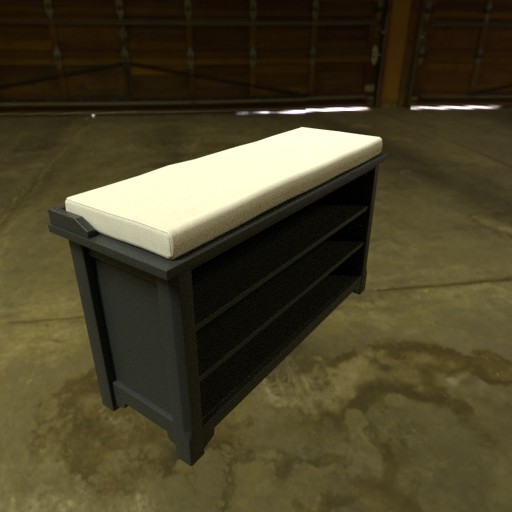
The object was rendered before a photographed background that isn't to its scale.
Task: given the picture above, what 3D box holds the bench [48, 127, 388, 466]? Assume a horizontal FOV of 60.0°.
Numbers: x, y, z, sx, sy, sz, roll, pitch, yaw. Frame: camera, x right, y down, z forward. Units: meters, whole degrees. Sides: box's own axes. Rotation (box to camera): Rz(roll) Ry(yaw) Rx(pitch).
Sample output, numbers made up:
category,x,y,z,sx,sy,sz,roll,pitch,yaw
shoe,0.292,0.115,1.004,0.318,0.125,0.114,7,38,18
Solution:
category,x,y,z,sx,sy,sz,roll,pitch,yaw
bench,0.000,0.000,1.263,0.345,0.561,0.973,18,32,32
